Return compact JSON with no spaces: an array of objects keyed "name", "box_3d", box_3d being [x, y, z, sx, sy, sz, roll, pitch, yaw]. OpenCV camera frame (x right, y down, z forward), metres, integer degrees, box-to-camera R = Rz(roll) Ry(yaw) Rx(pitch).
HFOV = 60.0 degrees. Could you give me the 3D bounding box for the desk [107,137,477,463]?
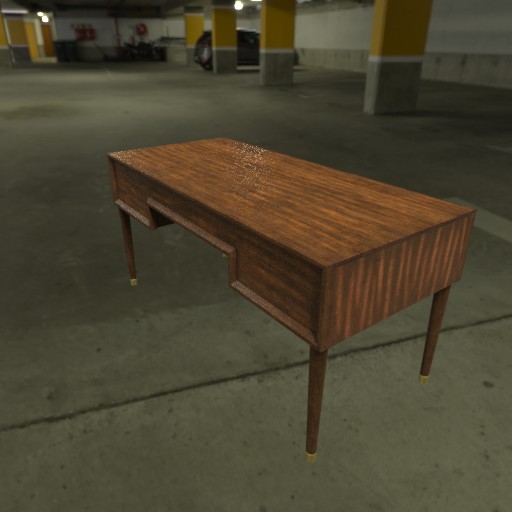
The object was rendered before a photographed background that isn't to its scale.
[{"name":"desk","box_3d":[0.000,0.000,2.051,0.724,0.762,1.575,-18,31,-33]}]
